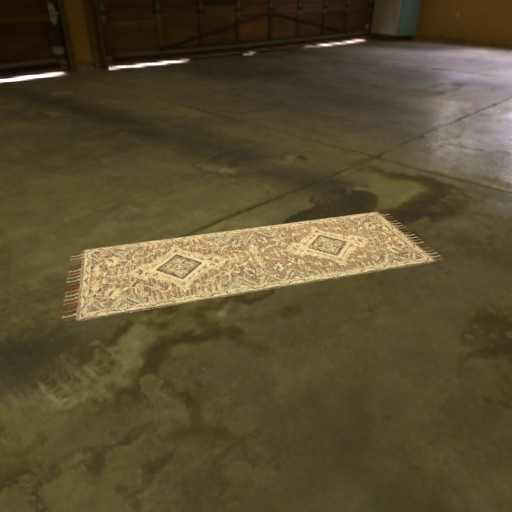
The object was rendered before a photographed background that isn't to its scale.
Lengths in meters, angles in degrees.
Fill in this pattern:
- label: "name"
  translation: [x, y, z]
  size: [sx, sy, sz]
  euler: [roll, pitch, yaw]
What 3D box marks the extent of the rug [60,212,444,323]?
- label: "rug"
  translation: [0.000, 0.000, 2.821]
  size: [2.378, 0.018, 1.324]
  euler: [0, 31, 0]
